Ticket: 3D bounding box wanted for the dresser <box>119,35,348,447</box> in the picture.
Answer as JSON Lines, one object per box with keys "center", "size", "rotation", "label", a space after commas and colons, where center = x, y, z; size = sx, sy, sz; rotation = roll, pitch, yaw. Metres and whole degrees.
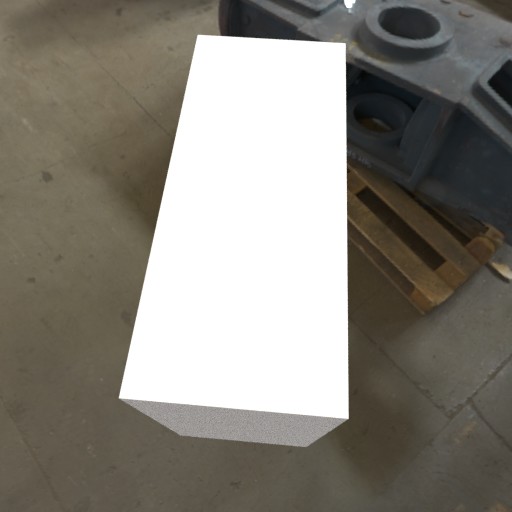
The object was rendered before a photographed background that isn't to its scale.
{"center": [0.000, 0.000, 1.495], "size": [0.460, 0.820, 1.100], "rotation": [4, 63, 2], "label": "dresser"}
